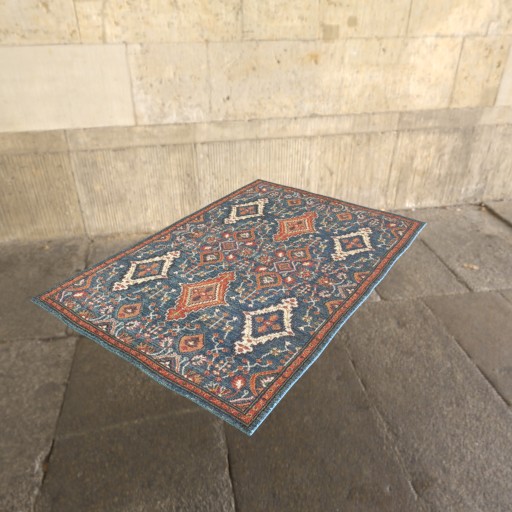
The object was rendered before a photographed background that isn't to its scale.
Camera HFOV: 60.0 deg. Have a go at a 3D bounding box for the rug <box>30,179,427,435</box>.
[{"bbox_3d":[0.000,0.000,3.035,1.622,0.009,2.373,20,37,30],"label":"rug"}]
